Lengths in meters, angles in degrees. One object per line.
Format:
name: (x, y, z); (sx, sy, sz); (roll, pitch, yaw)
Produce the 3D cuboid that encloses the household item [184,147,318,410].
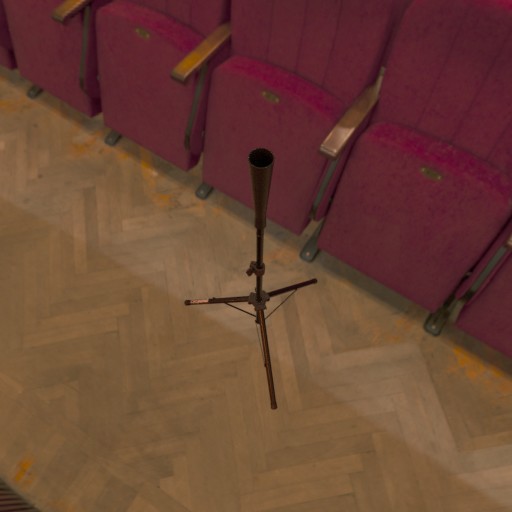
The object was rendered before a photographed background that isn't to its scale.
household item: (0.000, 0.000, 1.388); (0.559, 1.067, 0.559); (31, 67, 15)
